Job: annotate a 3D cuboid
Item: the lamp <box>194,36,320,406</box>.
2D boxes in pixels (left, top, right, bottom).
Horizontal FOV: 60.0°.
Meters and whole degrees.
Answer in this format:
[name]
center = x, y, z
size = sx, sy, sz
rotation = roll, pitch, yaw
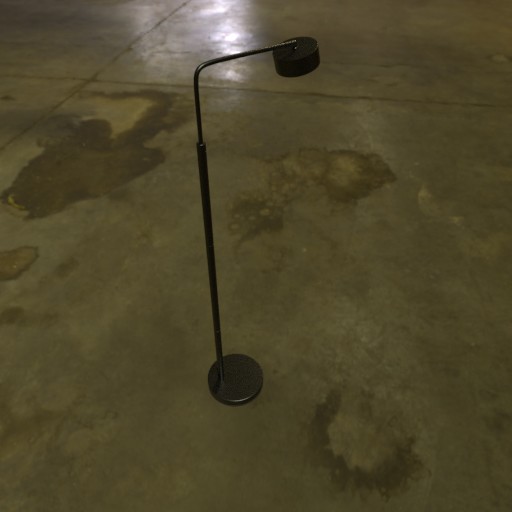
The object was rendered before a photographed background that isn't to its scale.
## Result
[lamp]
center = 0.000, 0.000, 1.421
size = 0.418, 1.230, 0.219
rotation = -25, 46, -26
